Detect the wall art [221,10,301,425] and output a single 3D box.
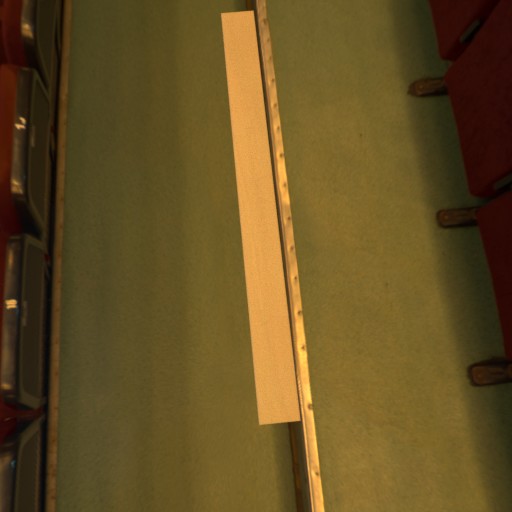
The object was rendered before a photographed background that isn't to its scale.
[{"bbox_3d":[0.000,0.000,0.689,0.037,0.511,0.435,-5,76,-1],"label":"wall art"}]
